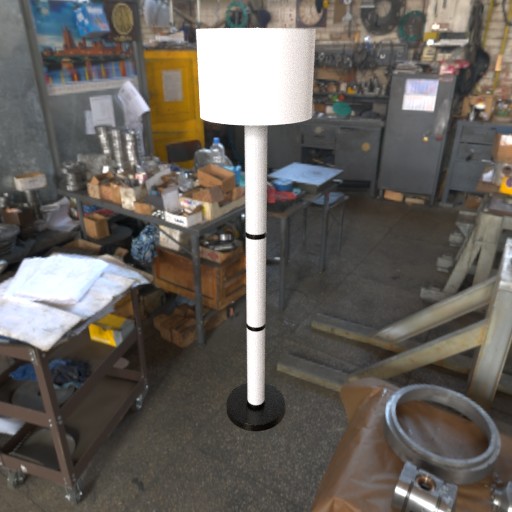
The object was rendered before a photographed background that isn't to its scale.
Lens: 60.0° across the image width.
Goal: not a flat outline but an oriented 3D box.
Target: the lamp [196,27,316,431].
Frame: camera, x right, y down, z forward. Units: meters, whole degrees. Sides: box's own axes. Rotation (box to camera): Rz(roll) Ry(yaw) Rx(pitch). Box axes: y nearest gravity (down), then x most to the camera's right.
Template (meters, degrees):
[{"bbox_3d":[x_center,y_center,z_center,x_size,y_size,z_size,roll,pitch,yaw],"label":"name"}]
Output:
[{"bbox_3d":[0.000,0.000,1.744,0.377,1.599,0.377,-1,26,-1],"label":"lamp"}]
